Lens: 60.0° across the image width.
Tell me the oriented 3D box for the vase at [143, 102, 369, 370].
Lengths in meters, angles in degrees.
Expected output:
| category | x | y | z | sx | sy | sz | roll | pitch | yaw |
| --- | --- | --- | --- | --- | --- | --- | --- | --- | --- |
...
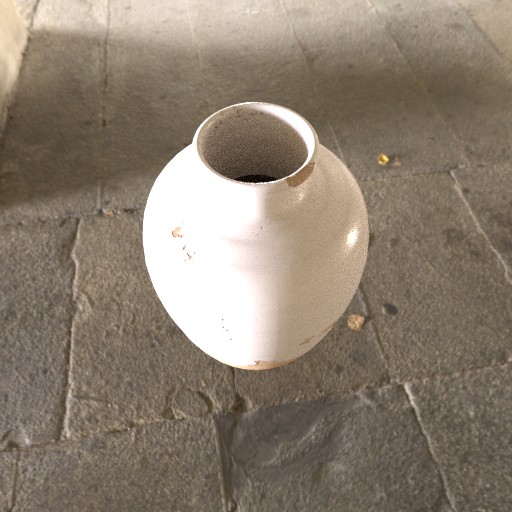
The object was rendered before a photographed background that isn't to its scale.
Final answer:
| category | x | y | z | sx | sy | sz | roll | pitch | yaw |
| --- | --- | --- | --- | --- | --- | --- | --- | --- | --- |
| vase | 0.000 | 0.000 | 0.339 | 0.158 | 0.228 | 0.158 | 0 | 56 | 0 |
